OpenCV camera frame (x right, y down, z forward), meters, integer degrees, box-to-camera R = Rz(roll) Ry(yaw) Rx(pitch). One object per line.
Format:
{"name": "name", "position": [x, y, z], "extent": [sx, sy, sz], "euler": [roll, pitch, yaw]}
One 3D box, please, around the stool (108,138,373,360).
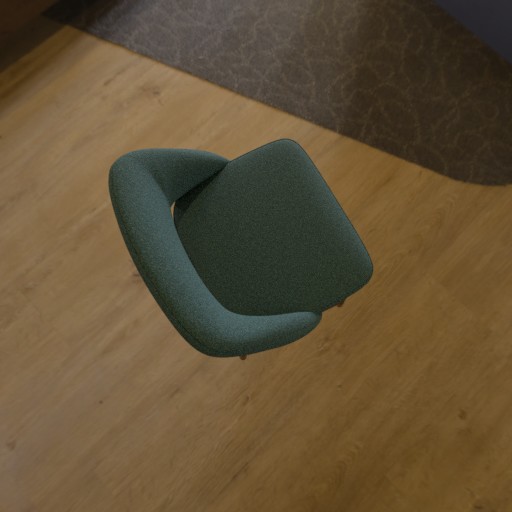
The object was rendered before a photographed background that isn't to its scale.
{"name": "stool", "position": [0.000, 0.000, 1.287], "extent": [0.522, 0.939, 0.536], "euler": [-28, 77, -7]}
